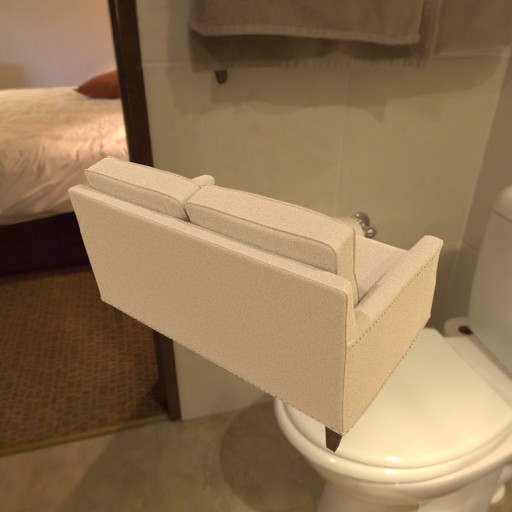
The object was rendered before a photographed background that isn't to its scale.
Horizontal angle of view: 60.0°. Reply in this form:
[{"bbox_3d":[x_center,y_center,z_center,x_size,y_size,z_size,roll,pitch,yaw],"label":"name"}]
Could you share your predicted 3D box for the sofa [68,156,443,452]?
[{"bbox_3d":[0.000,0.000,2.291,1.597,1.003,1.084,20,35,32],"label":"sofa"}]
